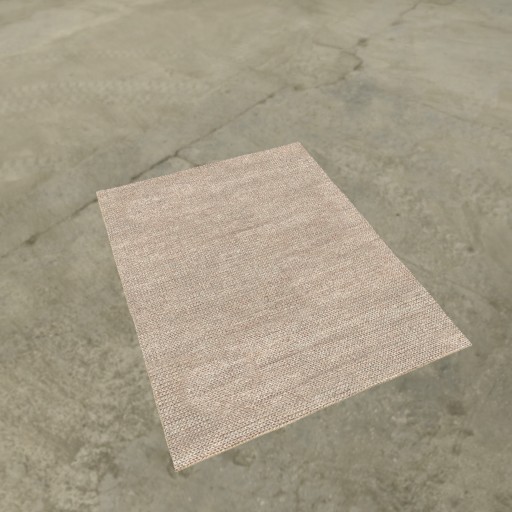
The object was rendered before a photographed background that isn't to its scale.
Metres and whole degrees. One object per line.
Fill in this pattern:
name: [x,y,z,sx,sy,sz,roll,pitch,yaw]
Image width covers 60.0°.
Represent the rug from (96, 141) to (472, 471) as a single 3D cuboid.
rug: [0.000,0.000,4.107,2.429,0.030,3.052,-17,50,-15]
